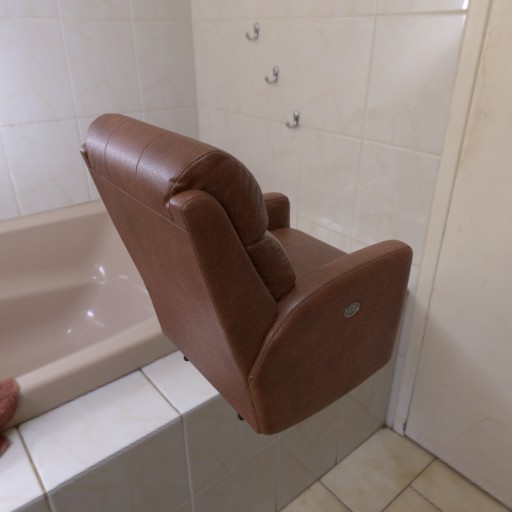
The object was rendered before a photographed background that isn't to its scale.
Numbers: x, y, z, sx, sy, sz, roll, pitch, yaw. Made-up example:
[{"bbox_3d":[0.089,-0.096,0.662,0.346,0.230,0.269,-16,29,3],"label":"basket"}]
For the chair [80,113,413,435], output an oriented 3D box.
[{"bbox_3d":[0.000,0.000,1.637,0.939,1.016,0.787,-19,32,-33],"label":"chair"}]
